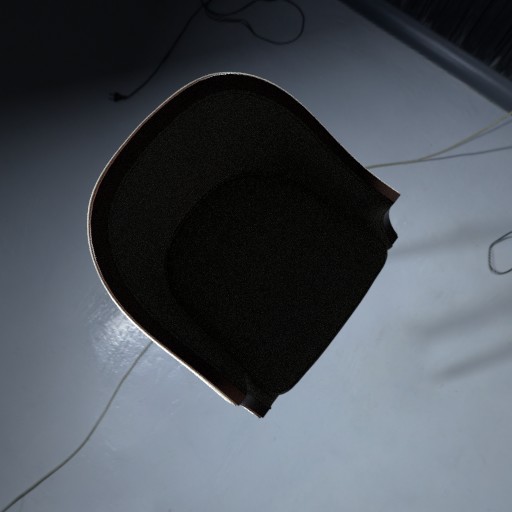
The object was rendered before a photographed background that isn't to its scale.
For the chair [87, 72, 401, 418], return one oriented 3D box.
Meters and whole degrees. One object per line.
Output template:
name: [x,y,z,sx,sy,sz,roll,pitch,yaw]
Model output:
chair: [0.000,0.000,1.453,0.735,0.876,0.803,38,78,9]
